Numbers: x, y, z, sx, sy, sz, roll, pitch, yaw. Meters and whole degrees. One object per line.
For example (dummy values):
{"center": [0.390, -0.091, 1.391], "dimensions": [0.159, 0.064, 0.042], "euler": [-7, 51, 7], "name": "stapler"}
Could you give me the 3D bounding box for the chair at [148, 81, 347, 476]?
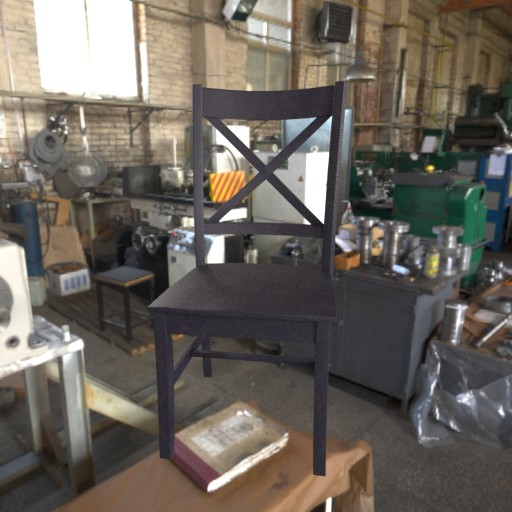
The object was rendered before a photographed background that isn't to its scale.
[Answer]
{"center": [0.000, 0.000, 1.263], "dimensions": [0.485, 0.983, 0.542], "euler": [2, 14, 9], "name": "chair"}
